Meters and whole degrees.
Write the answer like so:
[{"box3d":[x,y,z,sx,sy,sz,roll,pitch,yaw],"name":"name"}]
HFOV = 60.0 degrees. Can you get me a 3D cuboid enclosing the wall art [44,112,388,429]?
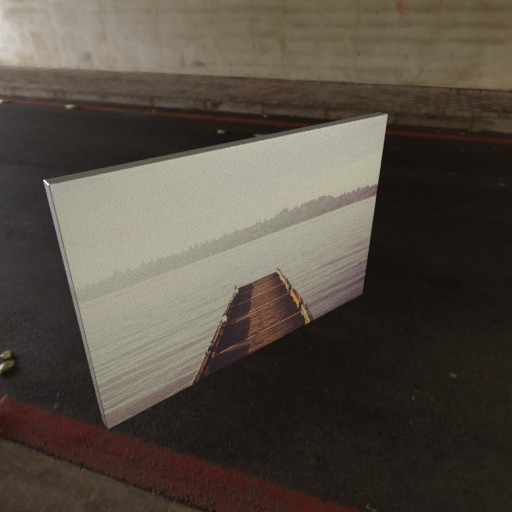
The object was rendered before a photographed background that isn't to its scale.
[{"box3d":[0.000,0.000,0.776,0.615,0.410,0.021,-21,36,-33],"name":"wall art"}]
